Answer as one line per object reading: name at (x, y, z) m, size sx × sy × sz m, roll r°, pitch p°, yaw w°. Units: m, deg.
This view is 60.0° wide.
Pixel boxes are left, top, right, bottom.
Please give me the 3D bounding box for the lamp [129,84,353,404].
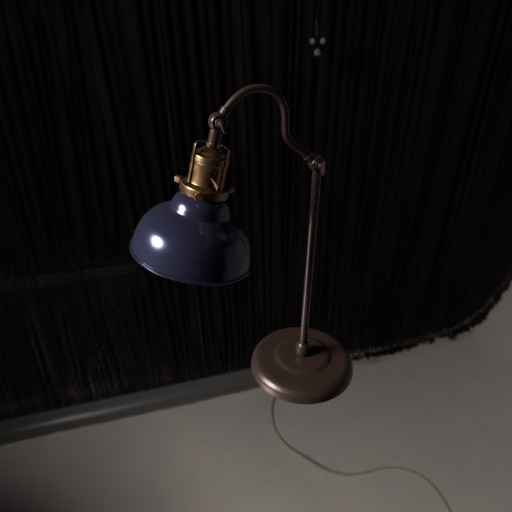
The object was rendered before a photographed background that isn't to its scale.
lamp at (0.000, 0.000, 0.695) m, size 0.374 × 0.508 × 0.192 m, roll -9°, pitch 31°, yaw -15°
